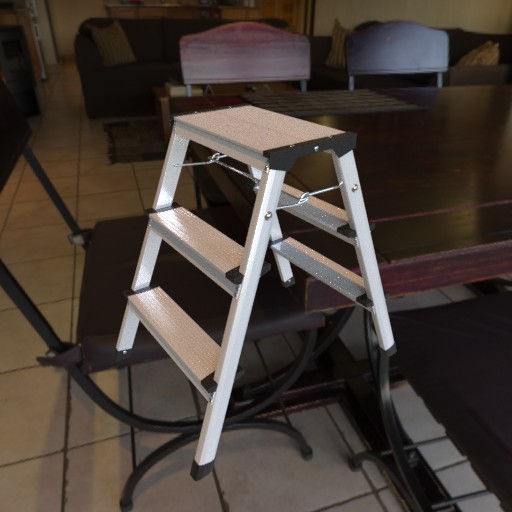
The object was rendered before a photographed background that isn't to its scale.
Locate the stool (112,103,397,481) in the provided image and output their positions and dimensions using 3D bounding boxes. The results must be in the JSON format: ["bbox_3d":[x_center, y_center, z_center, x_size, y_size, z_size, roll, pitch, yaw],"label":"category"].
[{"bbox_3d":[0.000,0.000,1.025,0.622,0.605,0.437,-21,36,-31],"label":"stool"}]
